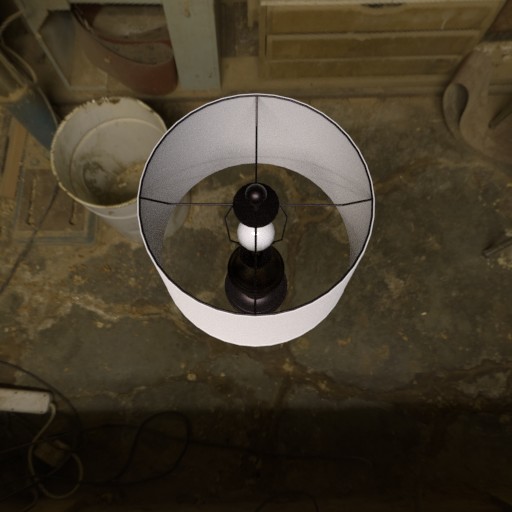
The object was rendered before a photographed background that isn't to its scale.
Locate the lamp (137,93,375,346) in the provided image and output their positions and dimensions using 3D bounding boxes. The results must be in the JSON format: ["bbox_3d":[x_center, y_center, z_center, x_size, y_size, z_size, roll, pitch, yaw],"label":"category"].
[{"bbox_3d":[0.000,0.000,0.945,0.383,0.726,0.383,0,76,0],"label":"lamp"}]
